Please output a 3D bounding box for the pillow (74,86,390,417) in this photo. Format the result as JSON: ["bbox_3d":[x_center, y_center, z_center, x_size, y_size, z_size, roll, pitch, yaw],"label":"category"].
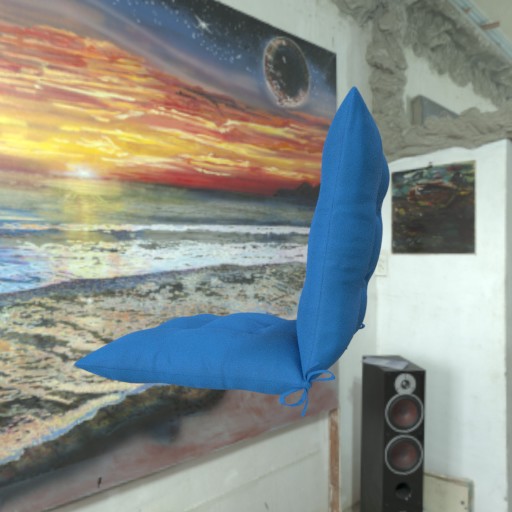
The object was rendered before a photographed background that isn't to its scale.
[{"bbox_3d":[0.000,0.000,1.012,0.585,0.536,0.541,0,0,18],"label":"pillow"}]
